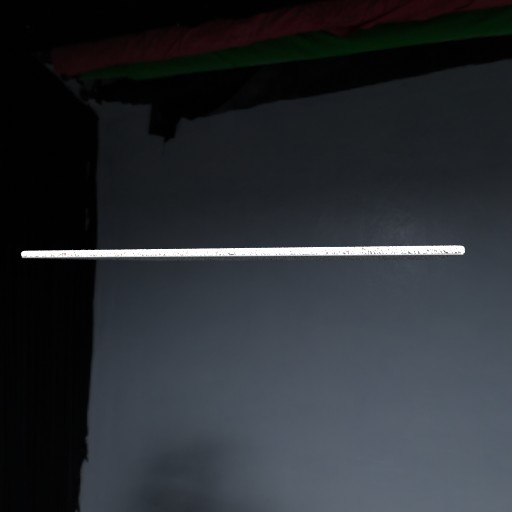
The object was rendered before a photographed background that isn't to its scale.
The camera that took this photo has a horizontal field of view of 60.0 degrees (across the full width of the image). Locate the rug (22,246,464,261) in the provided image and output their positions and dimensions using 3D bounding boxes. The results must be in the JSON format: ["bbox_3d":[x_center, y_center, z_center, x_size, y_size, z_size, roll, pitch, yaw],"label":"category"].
[{"bbox_3d":[0.000,0.000,2.244,1.778,0.030,1.219,0,-1,18],"label":"rug"}]
